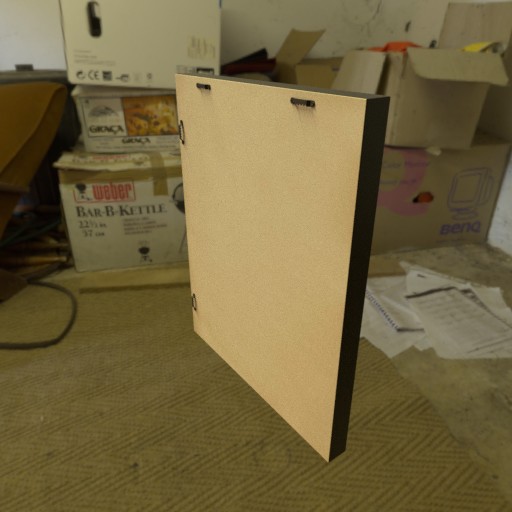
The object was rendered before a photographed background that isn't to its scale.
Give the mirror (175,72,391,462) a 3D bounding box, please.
[{"bbox_3d":[0.000,0.000,0.695,0.041,0.509,0.406,-18,31,-32],"label":"mirror"}]
